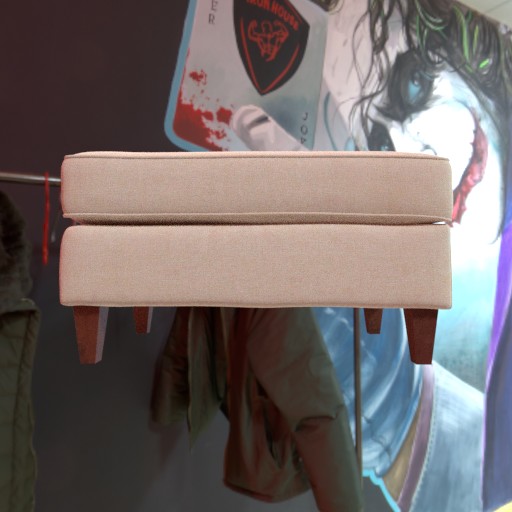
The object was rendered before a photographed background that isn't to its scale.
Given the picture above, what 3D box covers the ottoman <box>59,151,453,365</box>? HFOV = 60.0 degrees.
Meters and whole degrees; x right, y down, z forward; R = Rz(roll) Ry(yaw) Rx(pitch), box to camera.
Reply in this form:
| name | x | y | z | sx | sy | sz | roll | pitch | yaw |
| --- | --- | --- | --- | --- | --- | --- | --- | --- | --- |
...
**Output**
| name | x | y | z | sx | sy | sz | roll | pitch | yaw |
| --- | --- | --- | --- | --- | --- | --- | --- | --- | --- |
| ottoman | 0.000 | 0.000 | 1.211 | 0.862 | 0.484 | 0.583 | 0 | -2 | 1 |
